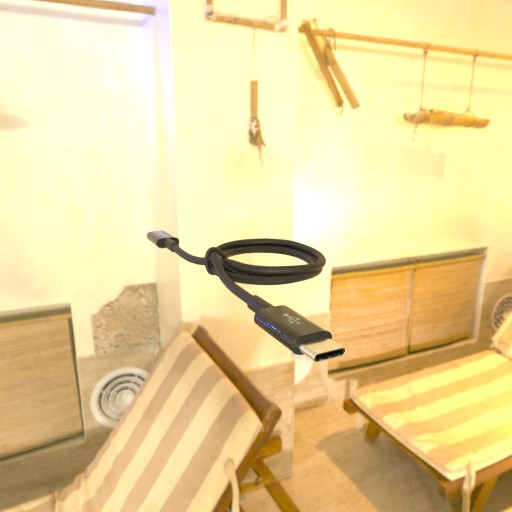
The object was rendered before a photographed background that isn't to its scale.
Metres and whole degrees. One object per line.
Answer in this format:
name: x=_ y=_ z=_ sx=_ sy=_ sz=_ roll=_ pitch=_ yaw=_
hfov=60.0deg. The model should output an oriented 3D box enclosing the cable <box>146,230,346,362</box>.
cable: x=0.000 y=0.000 z=0.225 sx=0.070 sy=0.014 sz=0.203 roll=-7 pitch=15 yaw=-26
